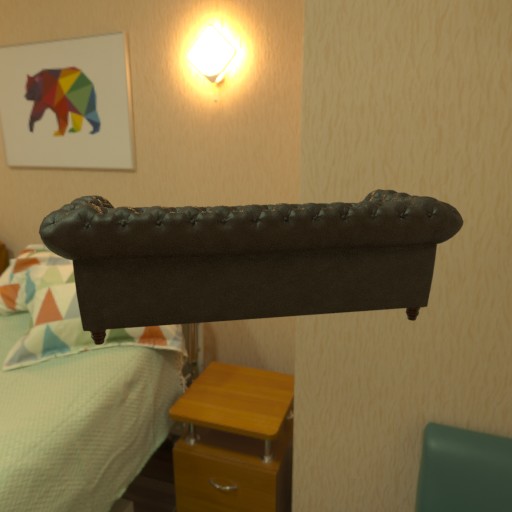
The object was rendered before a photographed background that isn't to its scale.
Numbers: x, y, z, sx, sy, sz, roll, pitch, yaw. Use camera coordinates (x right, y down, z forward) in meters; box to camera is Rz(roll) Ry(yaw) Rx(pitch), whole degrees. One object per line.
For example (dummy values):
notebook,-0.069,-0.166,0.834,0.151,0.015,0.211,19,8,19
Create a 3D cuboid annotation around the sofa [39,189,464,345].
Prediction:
sofa,0.000,0.000,2.850,2.385,0.783,0.944,-3,14,-10
